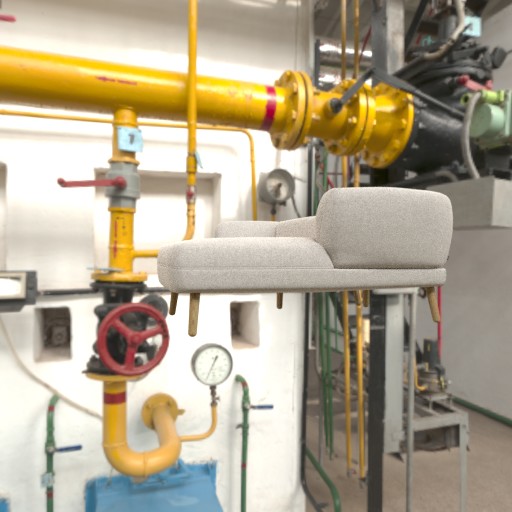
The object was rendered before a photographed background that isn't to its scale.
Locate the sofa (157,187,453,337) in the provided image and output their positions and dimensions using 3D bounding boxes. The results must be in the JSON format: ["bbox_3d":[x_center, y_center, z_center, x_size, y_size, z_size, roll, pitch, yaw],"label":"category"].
[{"bbox_3d":[0.000,0.000,3.421,1.610,0.730,2.660,0,0,-18],"label":"sofa"}]
